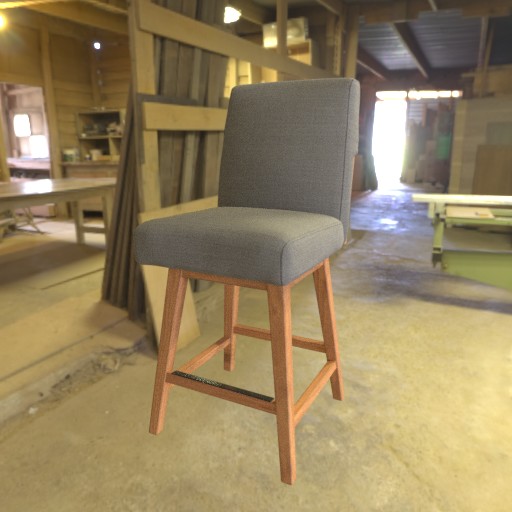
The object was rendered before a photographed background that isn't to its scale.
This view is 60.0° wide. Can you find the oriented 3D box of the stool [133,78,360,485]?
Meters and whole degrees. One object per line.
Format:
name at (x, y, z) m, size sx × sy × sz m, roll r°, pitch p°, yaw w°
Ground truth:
stool at (0.000, 0.000, 1.295) m, size 0.459 × 1.019 × 0.570 m, roll 7°, pitch 16°, yaw 27°
